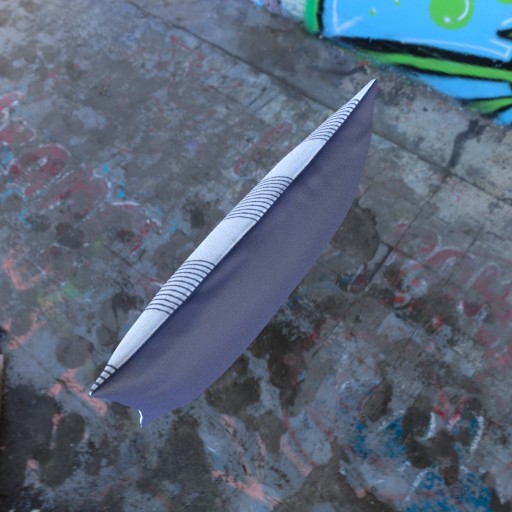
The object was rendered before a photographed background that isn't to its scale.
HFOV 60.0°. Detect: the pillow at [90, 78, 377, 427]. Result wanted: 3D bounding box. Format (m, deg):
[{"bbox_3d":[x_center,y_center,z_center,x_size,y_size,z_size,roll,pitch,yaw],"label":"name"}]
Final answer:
[{"bbox_3d":[0.000,0.000,0.711,0.151,0.287,0.610,34,68,16],"label":"pillow"}]
